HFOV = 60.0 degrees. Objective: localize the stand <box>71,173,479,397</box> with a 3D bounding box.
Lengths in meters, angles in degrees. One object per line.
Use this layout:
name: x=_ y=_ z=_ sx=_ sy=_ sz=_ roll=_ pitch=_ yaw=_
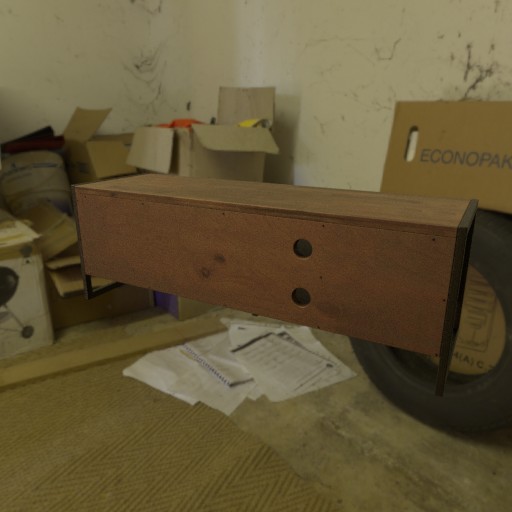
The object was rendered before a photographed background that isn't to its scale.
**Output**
stand: x=0.000 y=0.000 z=1.735 sx=1.480 sy=0.506 sz=0.454 roll=9 pitch=20 yaw=27
